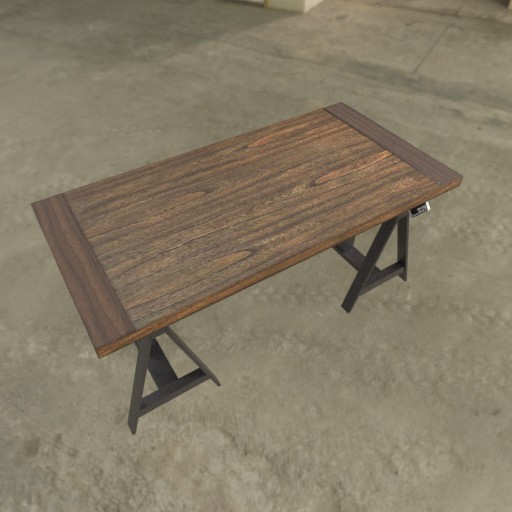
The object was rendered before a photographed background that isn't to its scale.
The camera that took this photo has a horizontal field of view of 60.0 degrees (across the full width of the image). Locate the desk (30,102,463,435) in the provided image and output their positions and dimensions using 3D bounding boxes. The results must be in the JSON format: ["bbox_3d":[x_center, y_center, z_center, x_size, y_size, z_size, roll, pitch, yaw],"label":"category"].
[{"bbox_3d":[0.000,0.000,1.987,1.543,0.725,0.784,-24,50,-22],"label":"desk"}]
